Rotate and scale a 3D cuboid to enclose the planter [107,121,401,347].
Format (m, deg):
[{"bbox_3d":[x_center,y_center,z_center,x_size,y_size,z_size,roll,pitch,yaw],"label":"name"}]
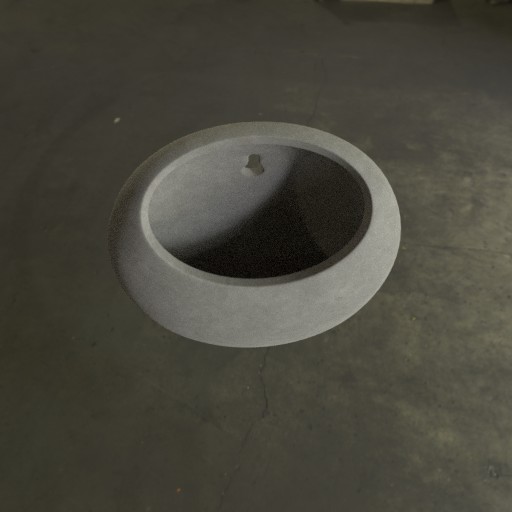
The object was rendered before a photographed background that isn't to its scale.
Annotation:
[{"bbox_3d":[0.000,0.000,0.288,0.185,0.188,0.071,-2,46,-2],"label":"planter"}]
